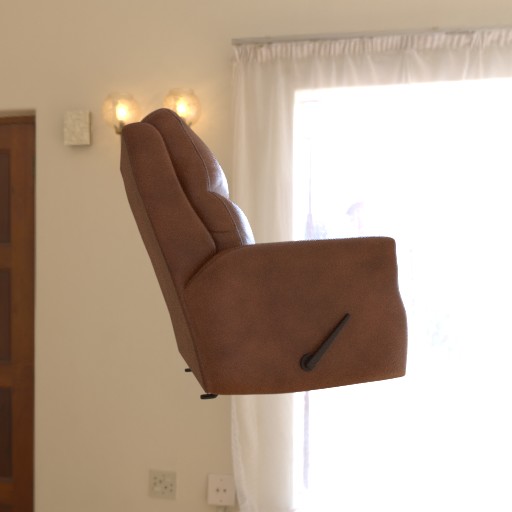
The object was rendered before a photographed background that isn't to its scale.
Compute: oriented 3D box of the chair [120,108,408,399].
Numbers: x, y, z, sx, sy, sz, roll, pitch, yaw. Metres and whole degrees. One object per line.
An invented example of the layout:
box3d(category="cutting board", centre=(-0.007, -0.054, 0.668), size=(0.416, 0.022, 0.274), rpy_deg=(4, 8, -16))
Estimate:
box3d(category="chair", centre=(0.000, 0.000, 1.833), size=(1.072, 1.016, 0.821), rpy_deg=(0, 0, -17))
